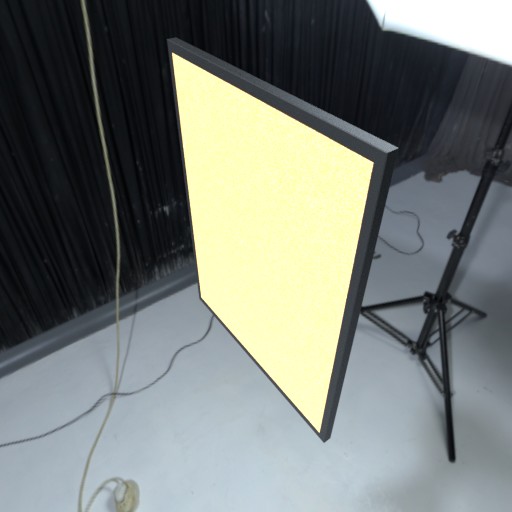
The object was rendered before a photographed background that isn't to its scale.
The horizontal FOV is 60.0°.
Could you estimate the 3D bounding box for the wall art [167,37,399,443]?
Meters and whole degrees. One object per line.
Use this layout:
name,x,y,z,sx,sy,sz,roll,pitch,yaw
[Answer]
wall art,0.000,0.000,1.312,0.030,1.027,0.774,-26,48,-26
